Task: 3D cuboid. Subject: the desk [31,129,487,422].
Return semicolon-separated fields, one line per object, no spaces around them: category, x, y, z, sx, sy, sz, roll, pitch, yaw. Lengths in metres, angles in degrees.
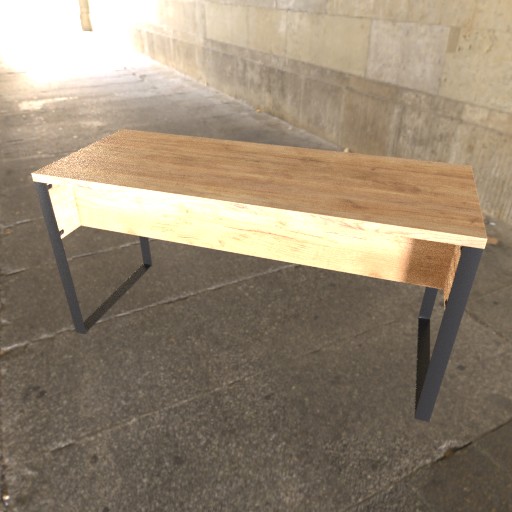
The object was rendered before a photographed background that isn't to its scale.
desk;0.000;0.000;1.846;1.520;0.760;0.600;10;33;16
